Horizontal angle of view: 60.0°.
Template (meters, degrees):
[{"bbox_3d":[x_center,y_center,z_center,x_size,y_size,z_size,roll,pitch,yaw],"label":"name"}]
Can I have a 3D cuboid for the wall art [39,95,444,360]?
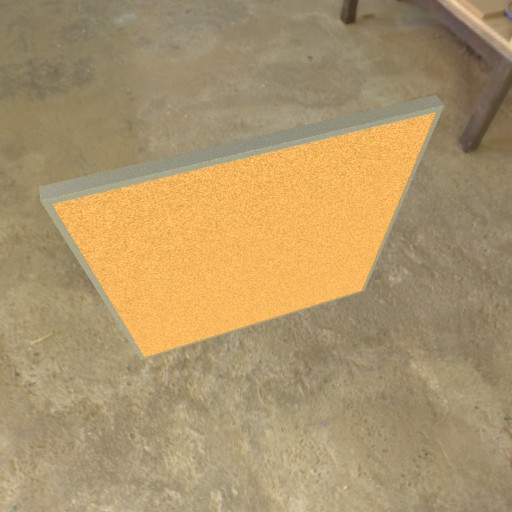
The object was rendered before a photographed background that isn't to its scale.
[{"bbox_3d":[0.000,0.000,1.194,0.809,0.807,0.038,-16,59,-10],"label":"wall art"}]
